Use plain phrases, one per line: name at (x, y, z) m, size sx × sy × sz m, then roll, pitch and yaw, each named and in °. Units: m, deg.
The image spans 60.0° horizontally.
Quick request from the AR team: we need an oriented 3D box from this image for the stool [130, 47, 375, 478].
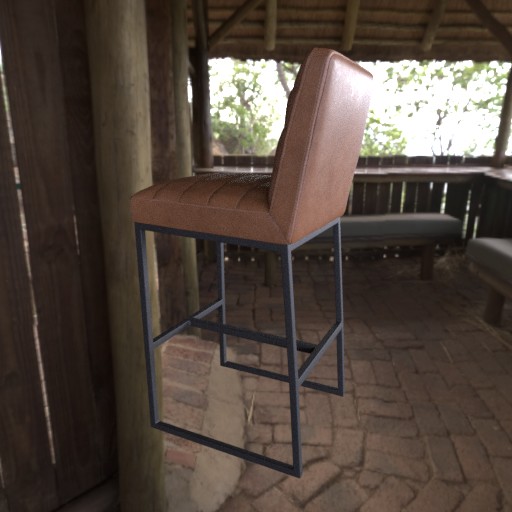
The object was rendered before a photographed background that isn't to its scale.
stool at (0.000, 0.000, 1.307) m, size 0.556 × 1.040 × 0.458 m, roll 7°, pitch 17°, yaw 25°
